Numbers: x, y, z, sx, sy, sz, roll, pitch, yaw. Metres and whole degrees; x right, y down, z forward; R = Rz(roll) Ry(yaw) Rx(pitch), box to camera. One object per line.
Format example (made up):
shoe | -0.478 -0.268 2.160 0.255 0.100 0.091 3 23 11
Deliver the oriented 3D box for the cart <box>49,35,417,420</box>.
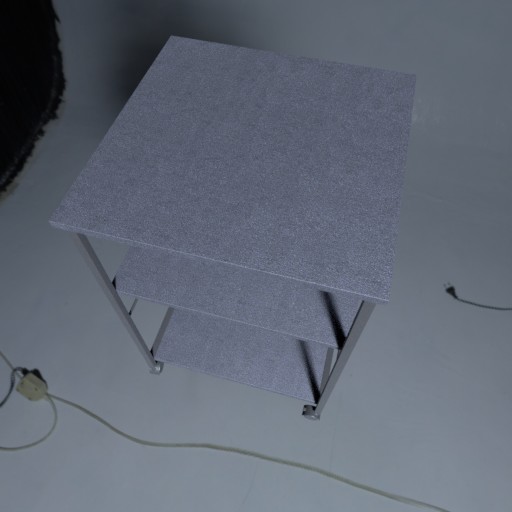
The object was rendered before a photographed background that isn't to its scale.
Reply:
cart | 0.000 0.000 1.101 0.521 0.762 0.520 13 58 8
